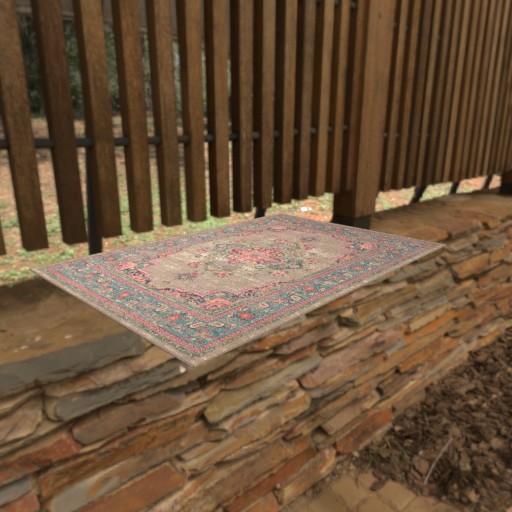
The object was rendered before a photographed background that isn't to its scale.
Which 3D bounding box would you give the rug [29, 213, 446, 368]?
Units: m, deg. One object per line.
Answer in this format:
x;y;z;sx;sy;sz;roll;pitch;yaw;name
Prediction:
0.000;0.000;3.681;2.005;0.013;2.890;16;23;42;rug
